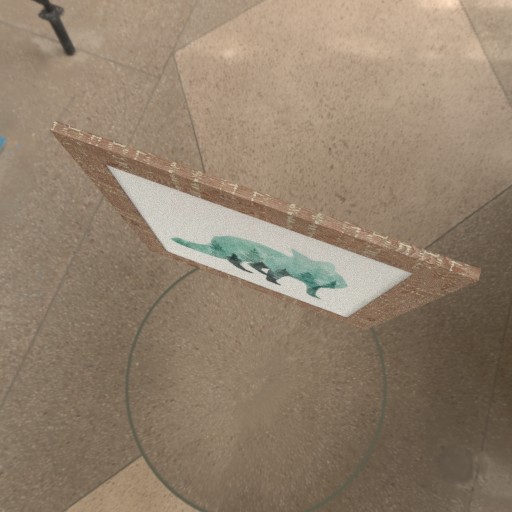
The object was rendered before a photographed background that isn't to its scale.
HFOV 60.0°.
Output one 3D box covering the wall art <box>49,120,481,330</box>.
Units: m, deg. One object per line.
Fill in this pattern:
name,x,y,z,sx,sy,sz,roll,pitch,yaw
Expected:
wall art,0.000,0.000,0.558,0.384,0.384,0.012,20,76,5
